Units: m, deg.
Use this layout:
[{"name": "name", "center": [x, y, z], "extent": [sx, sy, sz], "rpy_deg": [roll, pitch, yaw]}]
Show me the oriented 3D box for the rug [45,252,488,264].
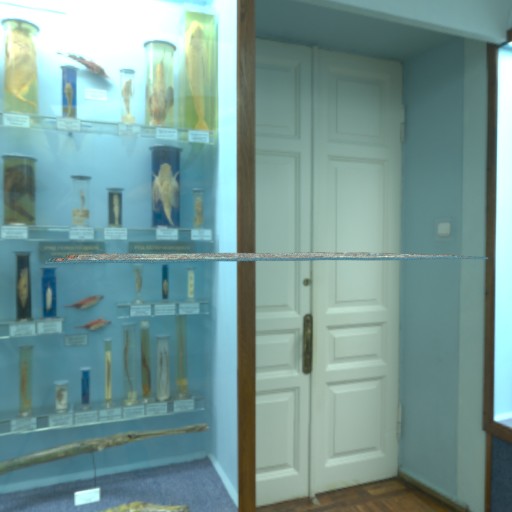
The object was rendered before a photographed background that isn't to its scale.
[{"name": "rug", "center": [0.000, 0.000, 2.285], "extent": [1.847, 0.014, 1.195], "rpy_deg": [0, 1, -18]}]
